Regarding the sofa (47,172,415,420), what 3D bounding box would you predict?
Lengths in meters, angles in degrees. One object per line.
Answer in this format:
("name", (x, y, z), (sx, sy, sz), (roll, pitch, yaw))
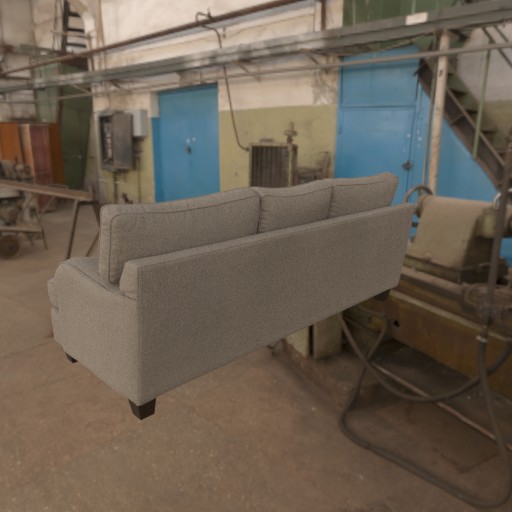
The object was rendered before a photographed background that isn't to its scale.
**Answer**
("sofa", (0.000, 0.000, 2.875), (2.323, 0.991, 1.016), (-15, 21, -43))
